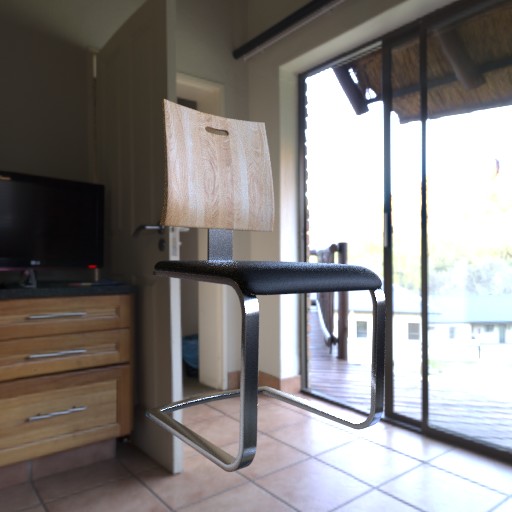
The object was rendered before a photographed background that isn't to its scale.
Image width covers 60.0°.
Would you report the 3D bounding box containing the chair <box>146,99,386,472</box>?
[{"bbox_3d":[0.000,0.000,1.249,0.462,0.936,0.560,1,-2,-36],"label":"chair"}]
